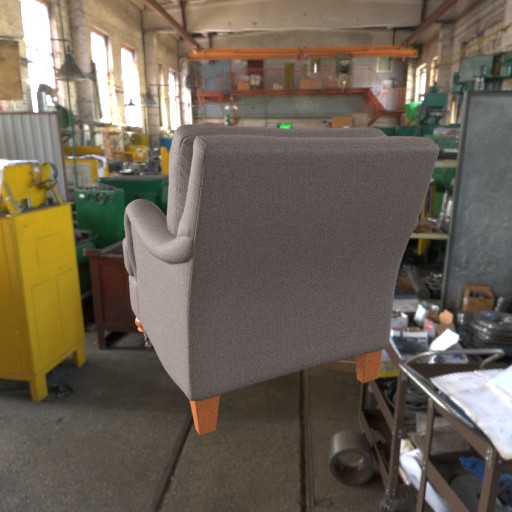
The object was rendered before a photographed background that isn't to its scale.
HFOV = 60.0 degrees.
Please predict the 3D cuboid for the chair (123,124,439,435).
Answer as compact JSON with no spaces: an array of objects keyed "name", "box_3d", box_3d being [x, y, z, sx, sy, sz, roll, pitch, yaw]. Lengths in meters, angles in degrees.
[{"name":"chair","box_3d":[0.000,0.000,1.871,0.955,1.038,1.070,-7,16,-27]}]
